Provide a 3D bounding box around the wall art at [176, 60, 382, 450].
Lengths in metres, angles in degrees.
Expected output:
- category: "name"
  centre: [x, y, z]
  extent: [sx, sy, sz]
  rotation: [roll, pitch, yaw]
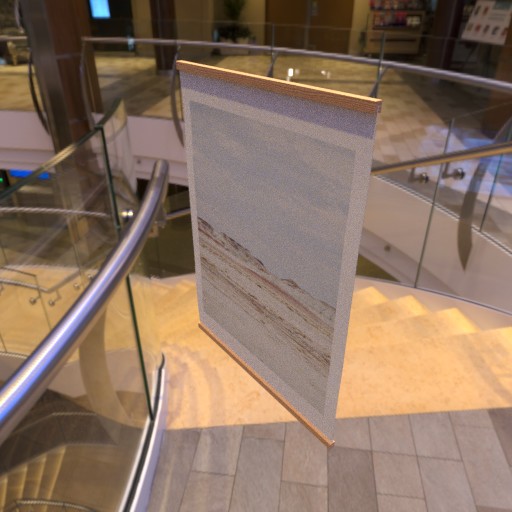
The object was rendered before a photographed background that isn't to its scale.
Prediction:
- category: "wall art"
  centre: [0.000, 0.000, 1.337]
  extent: [0.020, 1.016, 0.739]
  rotation: [-22, 37, -33]
